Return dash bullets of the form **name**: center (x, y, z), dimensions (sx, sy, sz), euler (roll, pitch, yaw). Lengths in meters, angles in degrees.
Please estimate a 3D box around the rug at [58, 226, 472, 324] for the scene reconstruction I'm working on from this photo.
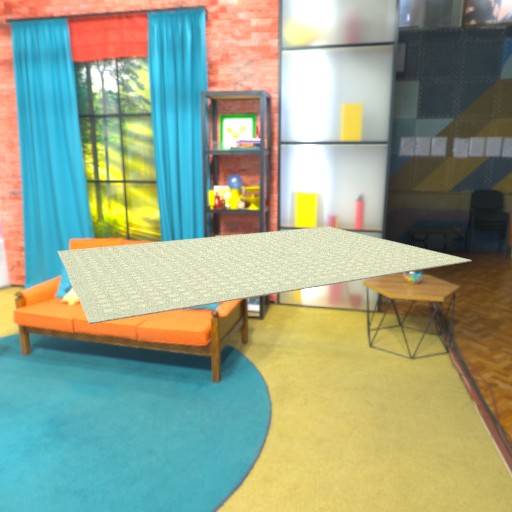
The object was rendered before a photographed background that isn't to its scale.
- **rug**: center (0.000, 0.000, 2.224), dimensions (1.747, 0.006, 1.143), euler (-7, 15, -27)
